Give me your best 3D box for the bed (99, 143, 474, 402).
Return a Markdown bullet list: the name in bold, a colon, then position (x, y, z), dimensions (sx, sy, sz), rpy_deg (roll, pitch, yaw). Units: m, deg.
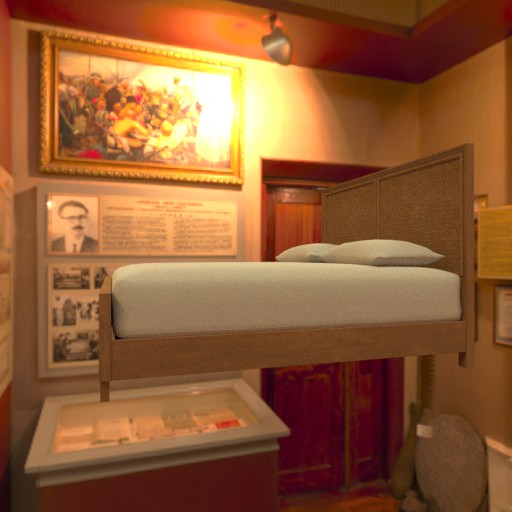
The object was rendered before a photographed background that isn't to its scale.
- **bed**: position (0.000, 0.000, 3.354), dimensions (2.184, 1.387, 2.003), rpy_deg (0, 0, -18)
